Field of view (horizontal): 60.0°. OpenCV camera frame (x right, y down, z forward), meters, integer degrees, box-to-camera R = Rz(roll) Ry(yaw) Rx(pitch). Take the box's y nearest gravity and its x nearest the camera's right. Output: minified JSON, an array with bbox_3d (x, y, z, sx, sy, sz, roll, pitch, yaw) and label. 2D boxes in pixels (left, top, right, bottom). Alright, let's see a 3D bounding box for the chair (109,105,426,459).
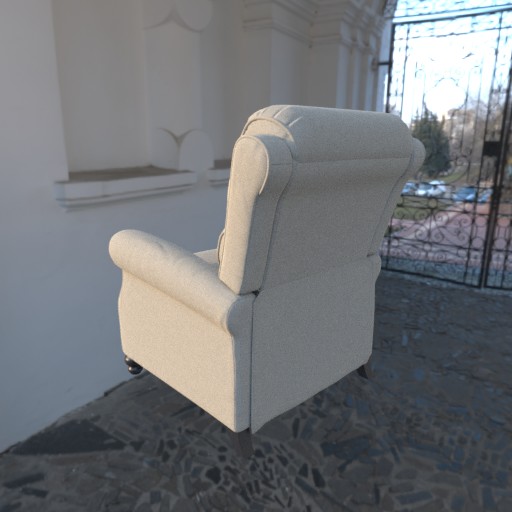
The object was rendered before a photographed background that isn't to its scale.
[{"bbox_3d":[0.000,0.000,1.711,0.859,1.046,0.919,-13,20,-42],"label":"chair"}]
